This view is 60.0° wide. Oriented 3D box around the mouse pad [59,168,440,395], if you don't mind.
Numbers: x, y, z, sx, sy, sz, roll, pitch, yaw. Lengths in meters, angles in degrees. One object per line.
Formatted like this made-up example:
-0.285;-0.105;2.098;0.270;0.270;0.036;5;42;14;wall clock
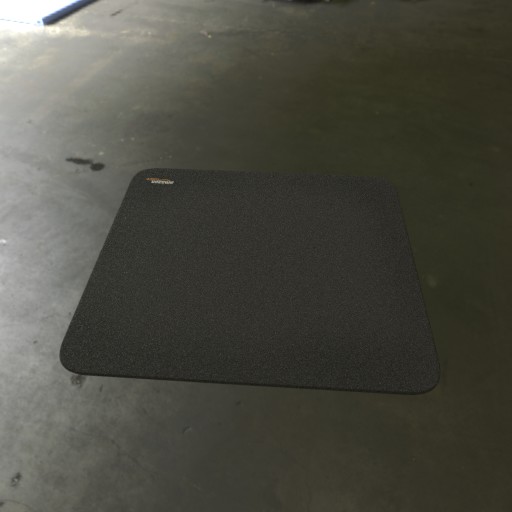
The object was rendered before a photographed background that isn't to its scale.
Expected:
0.000;0.000;0.324;0.229;0.003;0.203;3;47;3;mouse pad
